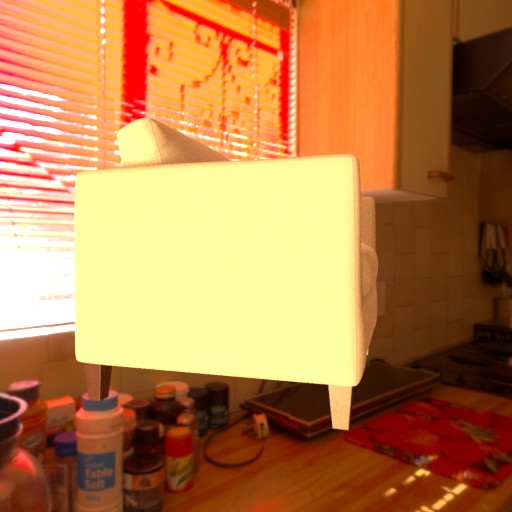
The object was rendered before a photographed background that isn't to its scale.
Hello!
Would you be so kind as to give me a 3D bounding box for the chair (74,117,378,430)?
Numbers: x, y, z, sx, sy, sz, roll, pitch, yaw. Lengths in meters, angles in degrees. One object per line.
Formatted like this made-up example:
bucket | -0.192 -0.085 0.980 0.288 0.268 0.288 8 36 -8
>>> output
chair | 0.000 0.000 1.682 0.878 0.885 1.019 0 0 17
